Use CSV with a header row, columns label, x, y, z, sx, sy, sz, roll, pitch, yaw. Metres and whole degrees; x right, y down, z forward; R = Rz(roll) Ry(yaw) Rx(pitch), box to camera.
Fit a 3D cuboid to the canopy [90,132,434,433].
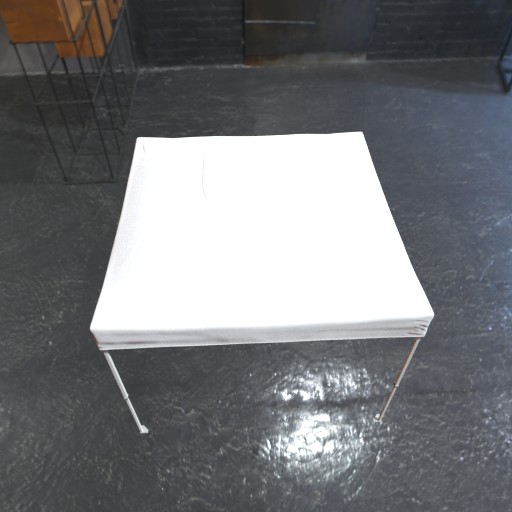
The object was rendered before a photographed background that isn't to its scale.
label,x,y,z,sx,sy,sz,roll,pitch,yaw
canopy,0.000,0.000,5.362,2.996,2.997,2.998,-2,47,-2
